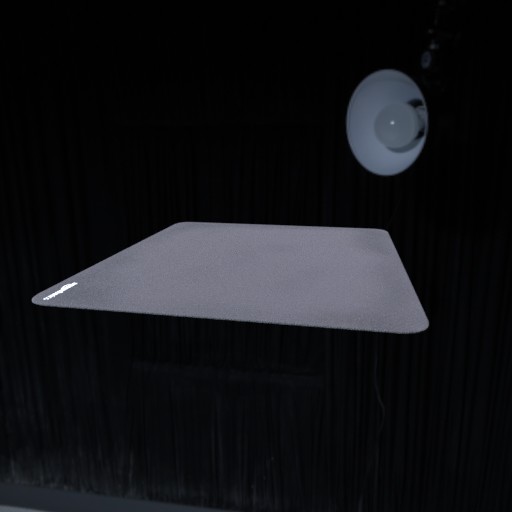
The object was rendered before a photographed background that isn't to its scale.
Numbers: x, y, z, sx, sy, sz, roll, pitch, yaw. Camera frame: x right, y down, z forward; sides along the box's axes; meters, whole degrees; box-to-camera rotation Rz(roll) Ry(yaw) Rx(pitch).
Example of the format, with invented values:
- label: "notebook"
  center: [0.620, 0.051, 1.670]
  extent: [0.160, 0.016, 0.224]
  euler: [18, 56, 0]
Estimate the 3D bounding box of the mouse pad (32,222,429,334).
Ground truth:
- label: "mouse pad"
  center: [0.000, 0.000, 0.621]
  extent: [0.393, 0.002, 0.451]
  euler: [3, 15, 11]
